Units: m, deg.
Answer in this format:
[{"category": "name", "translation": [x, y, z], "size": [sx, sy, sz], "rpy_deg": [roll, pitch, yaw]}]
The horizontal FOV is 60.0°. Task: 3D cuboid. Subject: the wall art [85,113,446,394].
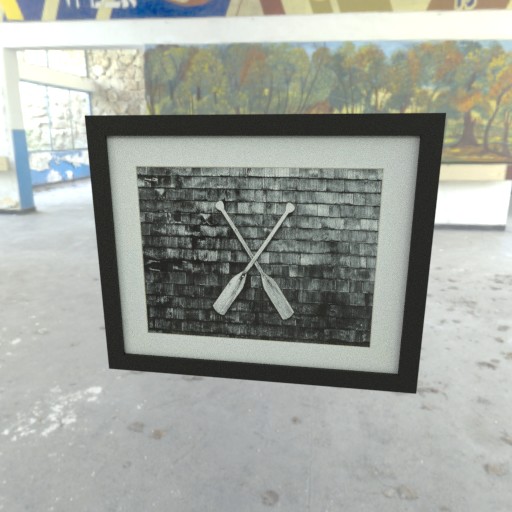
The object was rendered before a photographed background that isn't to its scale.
[{"category": "wall art", "translation": [0.000, 0.000, 0.751], "size": [0.558, 0.457, 0.029], "rpy_deg": [2, 15, 8]}]
